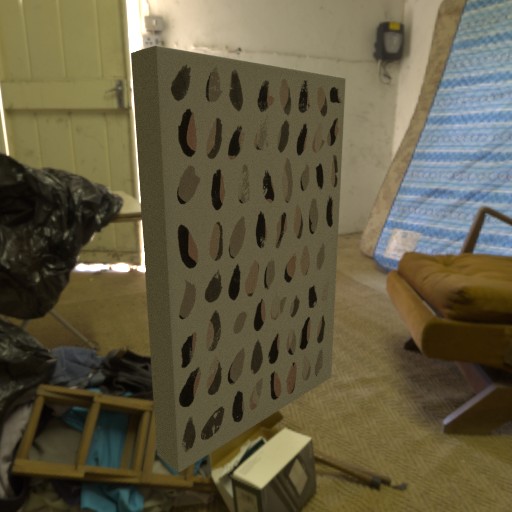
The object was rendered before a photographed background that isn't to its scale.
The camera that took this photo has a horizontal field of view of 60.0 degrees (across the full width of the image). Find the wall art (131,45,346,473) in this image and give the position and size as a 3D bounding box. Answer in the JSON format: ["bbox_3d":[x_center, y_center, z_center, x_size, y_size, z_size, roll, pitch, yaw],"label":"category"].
[{"bbox_3d":[0.000,0.000,0.481,0.039,0.381,0.252,14,20,43],"label":"wall art"}]
